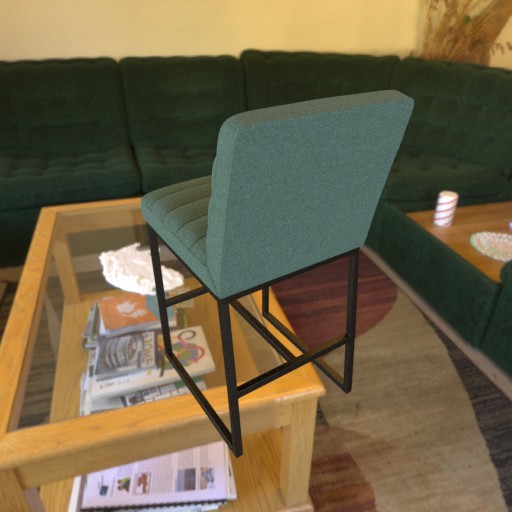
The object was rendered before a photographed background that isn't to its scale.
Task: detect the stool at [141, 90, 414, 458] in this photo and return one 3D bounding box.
[{"bbox_3d":[0.000,0.000,1.264,0.460,0.940,0.560,-19,36,-28],"label":"stool"}]
